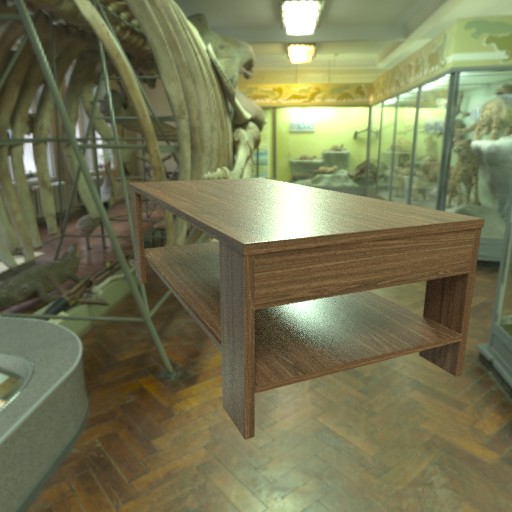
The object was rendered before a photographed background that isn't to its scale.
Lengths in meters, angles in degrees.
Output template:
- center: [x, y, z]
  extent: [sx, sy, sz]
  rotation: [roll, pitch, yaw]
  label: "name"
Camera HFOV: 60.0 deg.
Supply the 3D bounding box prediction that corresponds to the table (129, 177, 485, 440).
- center: [0.000, 0.000, 1.471]
  extent: [0.600, 0.400, 1.200]
  rotation: [-7, 16, -24]
  label: "table"
